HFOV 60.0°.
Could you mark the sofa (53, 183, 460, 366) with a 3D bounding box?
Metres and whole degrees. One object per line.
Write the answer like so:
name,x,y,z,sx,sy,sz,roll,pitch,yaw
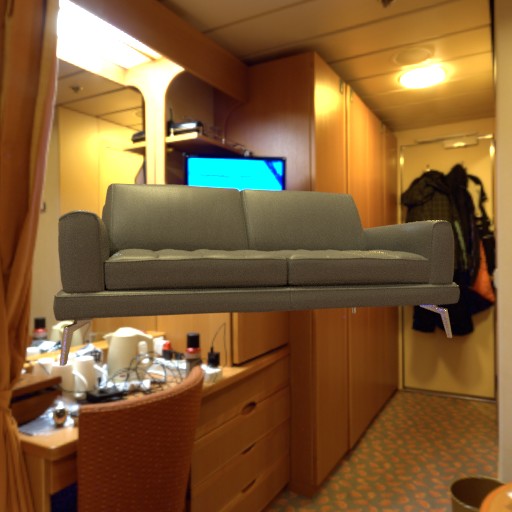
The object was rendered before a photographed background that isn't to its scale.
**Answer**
sofa,0.000,0.000,2.723,2.177,0.930,1.121,0,0,-17
